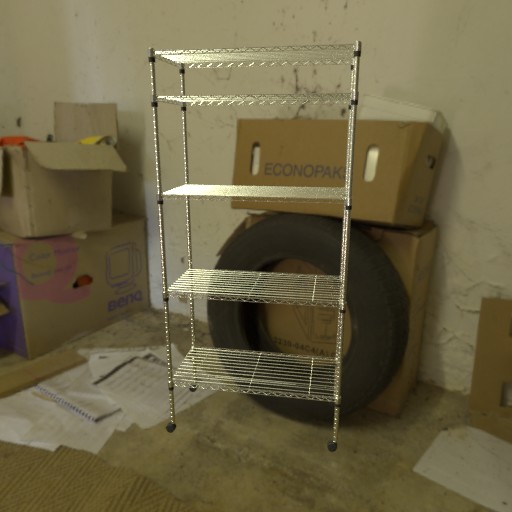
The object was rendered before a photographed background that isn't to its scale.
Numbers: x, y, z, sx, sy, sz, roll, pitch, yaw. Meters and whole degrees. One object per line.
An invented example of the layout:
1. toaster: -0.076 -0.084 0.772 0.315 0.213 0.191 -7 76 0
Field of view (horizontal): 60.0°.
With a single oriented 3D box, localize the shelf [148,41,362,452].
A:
1. shelf: 0.000 0.000 1.885 0.762 1.587 0.356 3 16 10
